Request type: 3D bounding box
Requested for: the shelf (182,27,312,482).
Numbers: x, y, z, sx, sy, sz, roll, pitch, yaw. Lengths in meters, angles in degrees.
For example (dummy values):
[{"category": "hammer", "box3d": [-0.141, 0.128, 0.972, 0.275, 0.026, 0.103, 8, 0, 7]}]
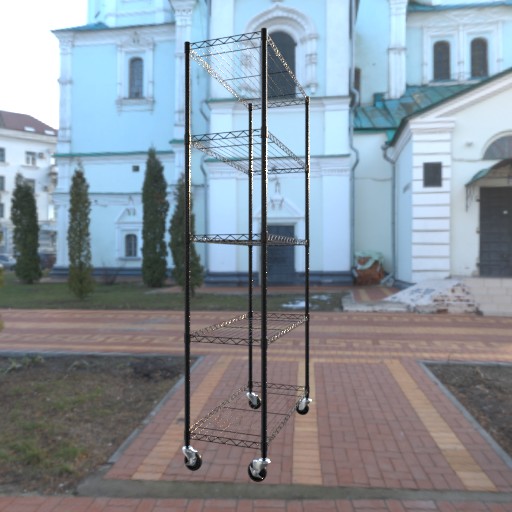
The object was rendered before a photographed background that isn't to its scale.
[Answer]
[{"category": "shelf", "box3d": [0.000, 0.000, 1.999, 0.356, 1.645, 0.762, 0, 0, 19]}]
